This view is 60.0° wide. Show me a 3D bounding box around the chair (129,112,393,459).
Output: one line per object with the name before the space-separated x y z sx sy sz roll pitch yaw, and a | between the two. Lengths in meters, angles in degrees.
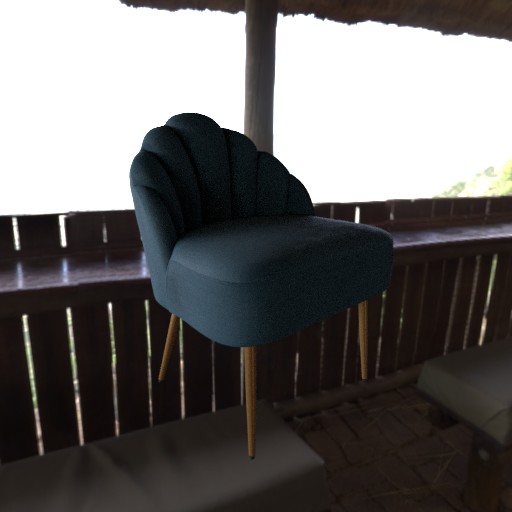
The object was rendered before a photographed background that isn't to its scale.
chair | 0.000 0.000 1.285 0.599 0.819 0.657 14 20 43
